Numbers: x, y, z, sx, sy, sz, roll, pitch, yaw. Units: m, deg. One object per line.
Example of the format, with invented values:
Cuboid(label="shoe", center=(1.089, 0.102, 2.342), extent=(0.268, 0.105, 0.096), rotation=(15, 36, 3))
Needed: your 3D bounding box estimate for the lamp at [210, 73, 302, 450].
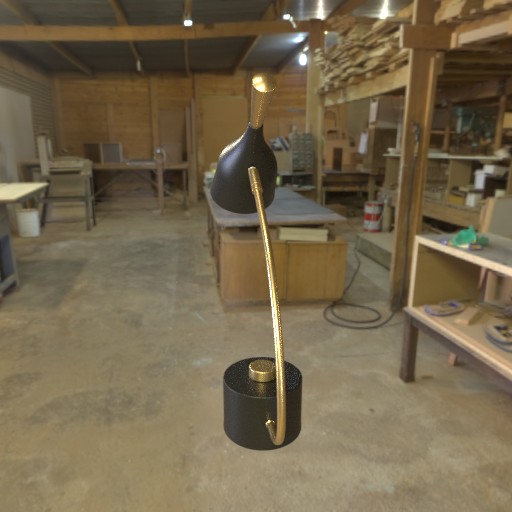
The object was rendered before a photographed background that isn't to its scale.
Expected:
Cuboid(label="lamp", center=(0.000, 0.000, 0.620), extent=(0.110, 0.464, 0.352), rotation=(-2, 15, -9))
